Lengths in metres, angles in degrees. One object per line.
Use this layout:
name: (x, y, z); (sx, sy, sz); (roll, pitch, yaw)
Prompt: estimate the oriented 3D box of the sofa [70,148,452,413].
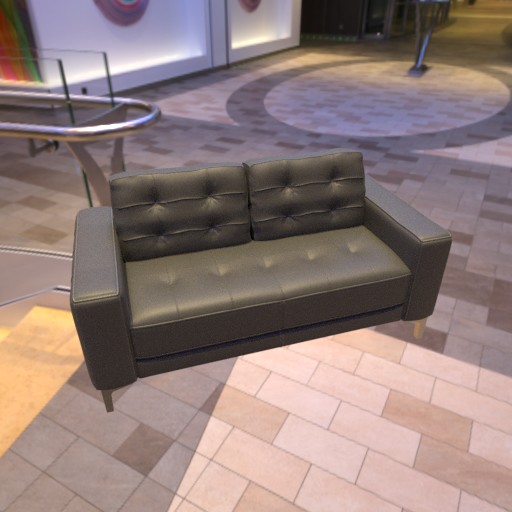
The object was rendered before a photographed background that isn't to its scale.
sofa: (0.000, 0.000, 2.275); (1.726, 0.893, 0.833); (-9, 33, -15)
